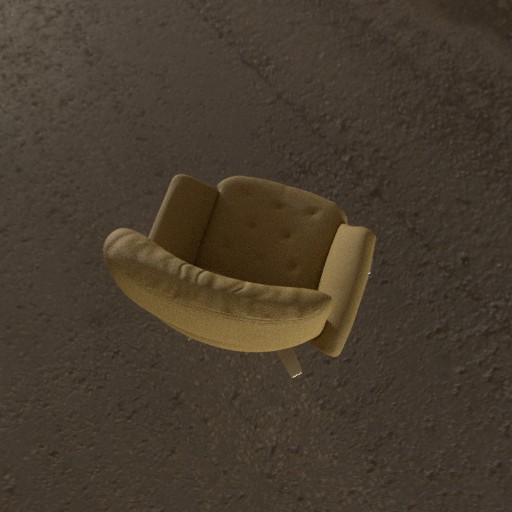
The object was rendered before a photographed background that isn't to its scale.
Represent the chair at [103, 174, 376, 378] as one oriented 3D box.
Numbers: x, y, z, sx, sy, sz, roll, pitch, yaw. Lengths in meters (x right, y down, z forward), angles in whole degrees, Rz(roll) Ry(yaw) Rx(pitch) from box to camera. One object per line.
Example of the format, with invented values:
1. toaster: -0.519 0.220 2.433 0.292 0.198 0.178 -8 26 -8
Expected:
1. chair: 0.000 0.000 1.527 0.785 0.995 0.837 17 63 9
